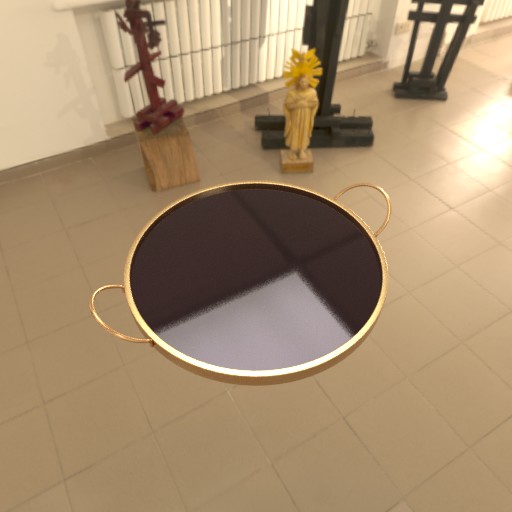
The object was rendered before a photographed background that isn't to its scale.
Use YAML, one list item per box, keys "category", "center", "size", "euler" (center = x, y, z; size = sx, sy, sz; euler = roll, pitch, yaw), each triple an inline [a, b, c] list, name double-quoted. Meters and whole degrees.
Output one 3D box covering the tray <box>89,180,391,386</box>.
- category: "tray"
  center: [0.000, 0.000, 0.744]
  size: [0.543, 0.069, 0.438]
  euler: [-24, 51, -21]
